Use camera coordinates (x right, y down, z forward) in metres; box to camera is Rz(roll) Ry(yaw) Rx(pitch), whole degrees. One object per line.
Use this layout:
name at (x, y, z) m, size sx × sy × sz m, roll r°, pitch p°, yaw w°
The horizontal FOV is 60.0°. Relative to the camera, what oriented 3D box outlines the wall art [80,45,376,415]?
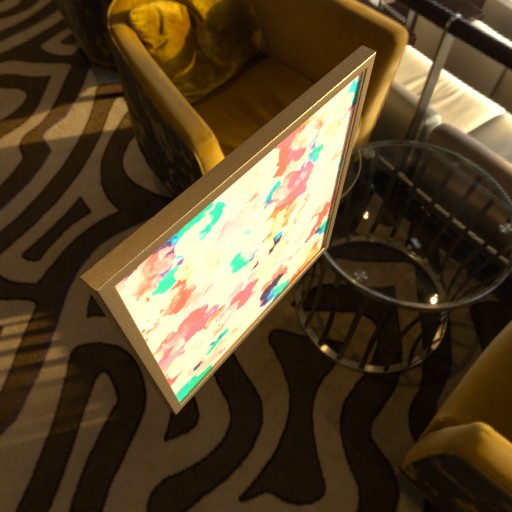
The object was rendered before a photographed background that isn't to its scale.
wall art at (0.000, 0.000, 1.130) m, size 0.036 × 0.765 × 0.767 m, roll 35°, pitch 64°, yaw 20°
